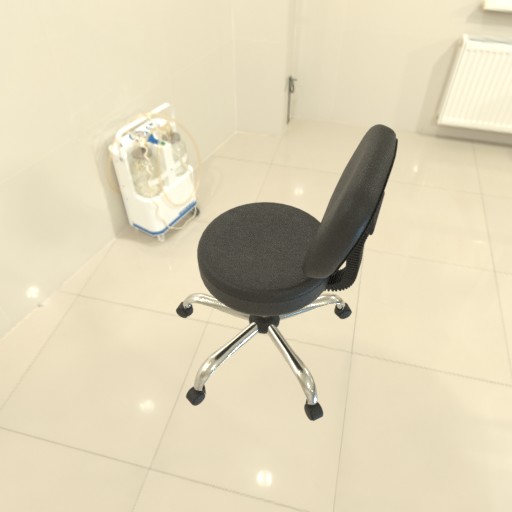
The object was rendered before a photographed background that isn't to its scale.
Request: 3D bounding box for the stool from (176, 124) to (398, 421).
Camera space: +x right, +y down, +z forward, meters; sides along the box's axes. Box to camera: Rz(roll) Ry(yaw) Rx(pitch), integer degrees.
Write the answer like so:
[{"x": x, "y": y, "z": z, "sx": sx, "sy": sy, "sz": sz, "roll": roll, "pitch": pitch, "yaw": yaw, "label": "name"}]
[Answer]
[{"x": 0.000, "y": 0.000, "z": 1.349, "sx": 0.648, "sy": 0.862, "sz": 0.673, "roll": 15, "pitch": 48, "yaw": 15, "label": "stool"}]
